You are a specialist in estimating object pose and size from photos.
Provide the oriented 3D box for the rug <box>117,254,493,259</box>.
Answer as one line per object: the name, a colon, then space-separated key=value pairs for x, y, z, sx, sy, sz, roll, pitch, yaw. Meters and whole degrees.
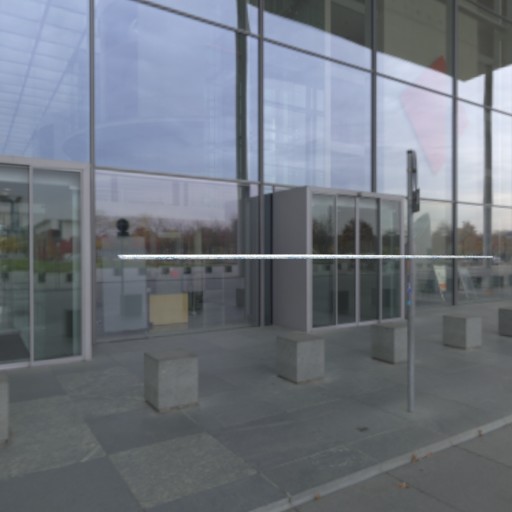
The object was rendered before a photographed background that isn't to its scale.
rug: x=0.000 y=0.000 z=4.108 sx=2.441 sy=0.013 sz=3.056 roll=0 pitch=0 yaw=-18
